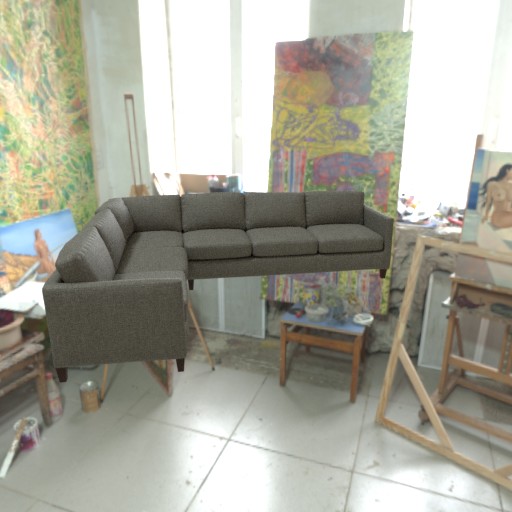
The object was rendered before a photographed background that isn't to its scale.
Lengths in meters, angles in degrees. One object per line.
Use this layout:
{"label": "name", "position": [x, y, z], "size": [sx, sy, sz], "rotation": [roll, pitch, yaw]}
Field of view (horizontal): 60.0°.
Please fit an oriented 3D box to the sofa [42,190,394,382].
{"label": "sofa", "position": [0.000, 0.000, 4.410], "size": [3.302, 0.947, 2.593], "rotation": [-3, 18, -9]}
